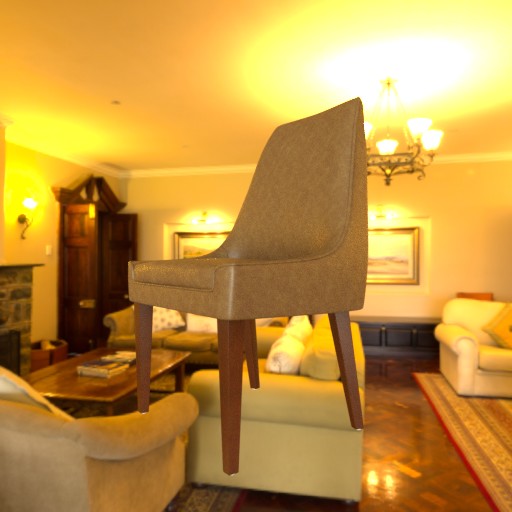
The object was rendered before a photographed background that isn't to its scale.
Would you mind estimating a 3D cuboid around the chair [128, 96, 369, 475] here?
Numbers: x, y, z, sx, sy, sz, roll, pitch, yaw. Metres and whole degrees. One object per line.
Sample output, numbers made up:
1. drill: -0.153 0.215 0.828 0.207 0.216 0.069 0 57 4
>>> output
1. chair: 0.000 0.000 1.188 0.544 0.861 0.529 0 -1 -37
